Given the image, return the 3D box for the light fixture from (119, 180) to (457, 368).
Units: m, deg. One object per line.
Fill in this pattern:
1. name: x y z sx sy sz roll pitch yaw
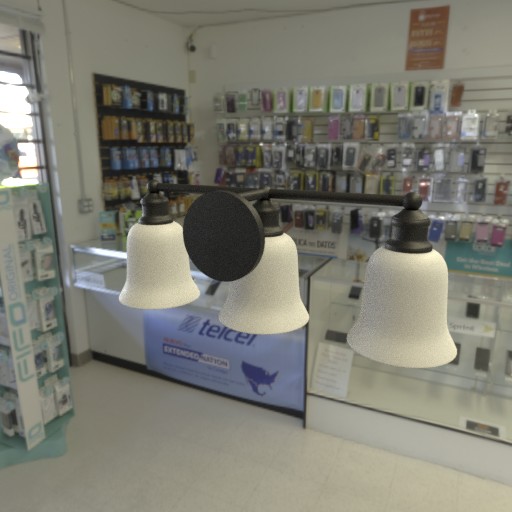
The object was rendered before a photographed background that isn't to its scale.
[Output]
1. light fixture: 0.000 0.000 0.664 0.570 0.211 0.198 7 16 27
